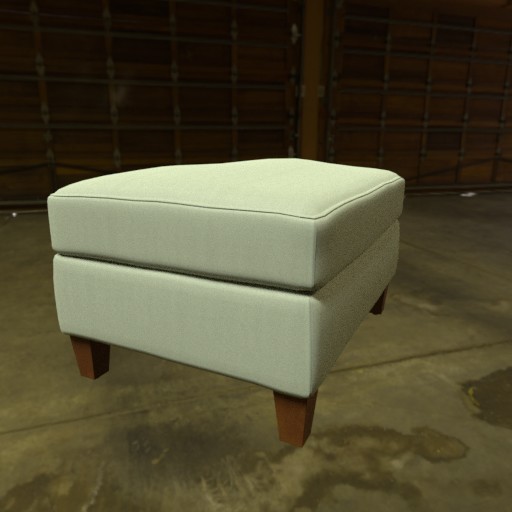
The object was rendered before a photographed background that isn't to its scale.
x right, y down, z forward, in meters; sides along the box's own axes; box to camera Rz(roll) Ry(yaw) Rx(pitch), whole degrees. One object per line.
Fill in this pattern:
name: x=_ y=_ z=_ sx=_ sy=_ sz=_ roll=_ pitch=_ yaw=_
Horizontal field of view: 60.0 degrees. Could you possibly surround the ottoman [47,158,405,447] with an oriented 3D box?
ottoman: x=0.000 y=0.000 z=1.188 sx=0.634 sy=0.496 sz=0.818 roll=7 pitch=17 yaw=26
